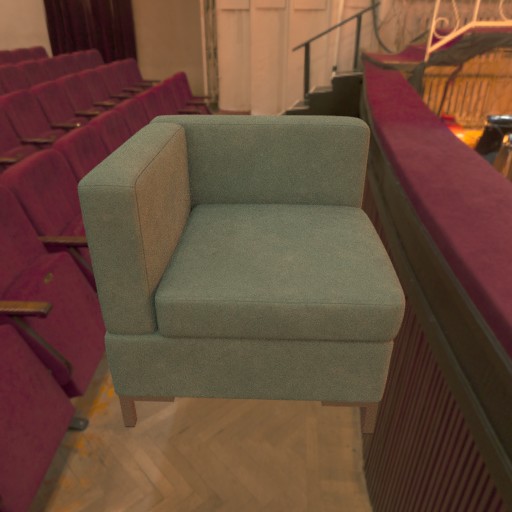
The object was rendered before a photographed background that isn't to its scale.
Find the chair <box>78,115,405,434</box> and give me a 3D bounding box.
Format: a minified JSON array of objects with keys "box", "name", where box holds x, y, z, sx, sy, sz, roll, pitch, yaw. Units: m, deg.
[{"box":[0.000,0.000,1.243,0.680,0.660,0.680,1,28,2],"name":"chair"}]
